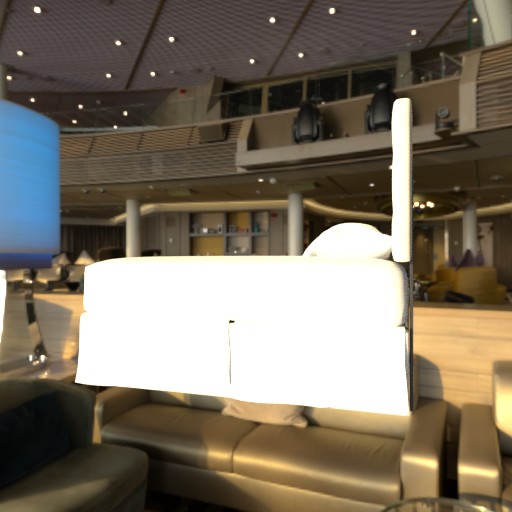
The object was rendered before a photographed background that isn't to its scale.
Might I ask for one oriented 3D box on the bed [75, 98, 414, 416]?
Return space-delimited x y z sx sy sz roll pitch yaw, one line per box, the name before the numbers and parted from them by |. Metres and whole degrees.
bed | 0.000 0.000 3.015 1.997 1.571 1.261 0 0 18
